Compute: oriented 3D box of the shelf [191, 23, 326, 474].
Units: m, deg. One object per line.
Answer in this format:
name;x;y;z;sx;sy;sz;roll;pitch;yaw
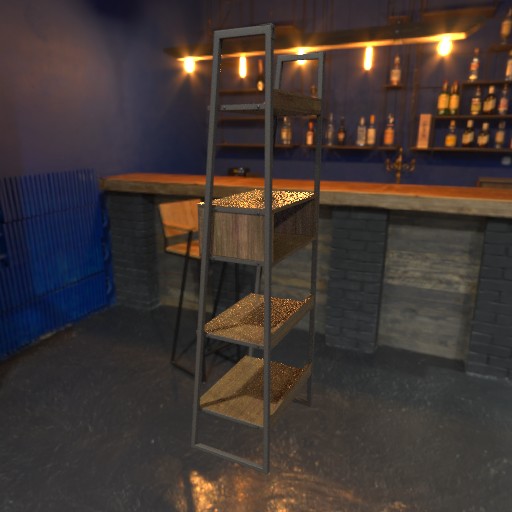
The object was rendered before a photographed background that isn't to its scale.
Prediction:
shelf;0.000;0.000;2.281;0.454;2.005;0.652;7;17;25
